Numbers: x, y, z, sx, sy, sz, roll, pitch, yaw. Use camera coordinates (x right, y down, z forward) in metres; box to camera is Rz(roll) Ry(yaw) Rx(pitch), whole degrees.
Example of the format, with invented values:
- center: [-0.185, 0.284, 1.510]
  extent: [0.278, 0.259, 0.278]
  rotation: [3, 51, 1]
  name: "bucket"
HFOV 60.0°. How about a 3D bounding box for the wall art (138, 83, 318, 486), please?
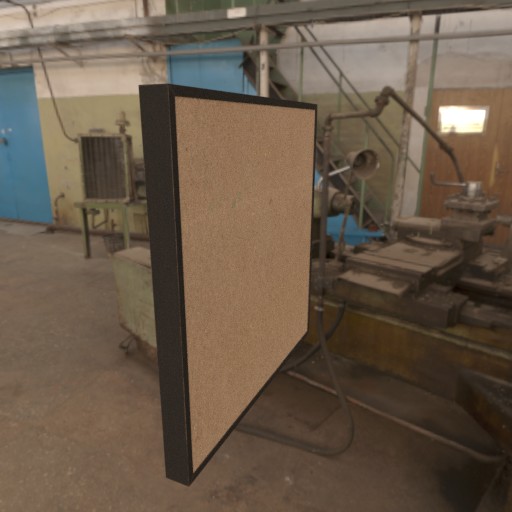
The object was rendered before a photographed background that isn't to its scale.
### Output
- center: [0.000, 0.000, 0.753]
  extent: [0.038, 0.508, 0.508]
  rotation: [7, 18, 24]
  name: "wall art"
